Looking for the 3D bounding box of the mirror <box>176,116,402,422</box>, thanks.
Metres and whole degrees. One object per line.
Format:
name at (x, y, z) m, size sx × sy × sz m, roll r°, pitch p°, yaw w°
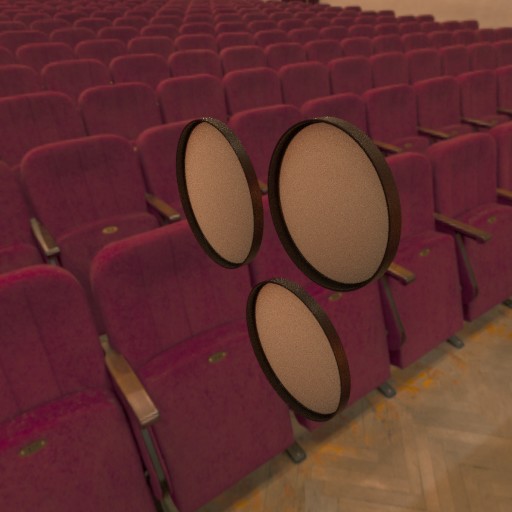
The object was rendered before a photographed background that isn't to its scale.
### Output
mirror at (0.000, 0.000, 3.068) m, size 0.076 × 2.096 × 2.160 m, roll -20°, pitch 36°, yaw -30°
